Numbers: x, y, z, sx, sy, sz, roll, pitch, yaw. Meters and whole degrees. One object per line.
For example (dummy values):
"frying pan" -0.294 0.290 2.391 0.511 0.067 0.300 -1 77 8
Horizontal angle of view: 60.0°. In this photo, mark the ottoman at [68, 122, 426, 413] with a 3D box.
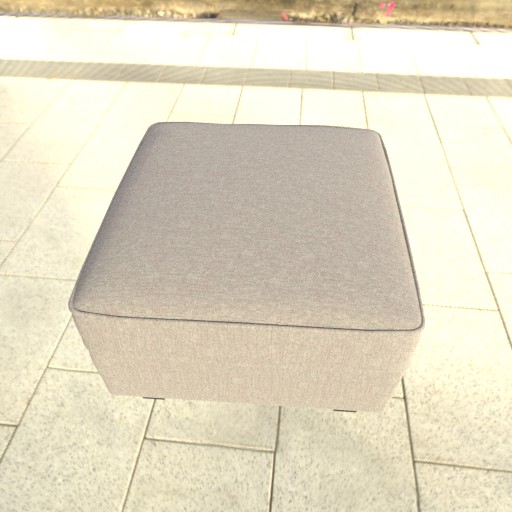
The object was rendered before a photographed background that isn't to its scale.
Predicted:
"ottoman" 0.000 0.000 1.399 0.808 0.612 0.871 3 46 3
